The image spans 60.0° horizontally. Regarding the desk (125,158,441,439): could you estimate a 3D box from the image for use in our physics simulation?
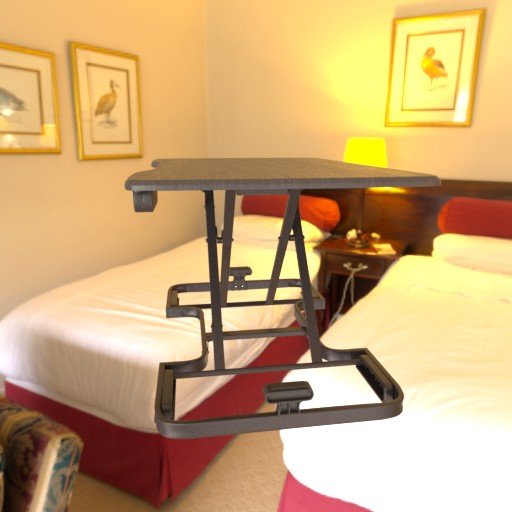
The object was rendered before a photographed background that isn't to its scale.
[{"bbox_3d":[0.000,0.000,1.160,0.546,0.470,0.820,-2,15,-8],"label":"desk"}]
